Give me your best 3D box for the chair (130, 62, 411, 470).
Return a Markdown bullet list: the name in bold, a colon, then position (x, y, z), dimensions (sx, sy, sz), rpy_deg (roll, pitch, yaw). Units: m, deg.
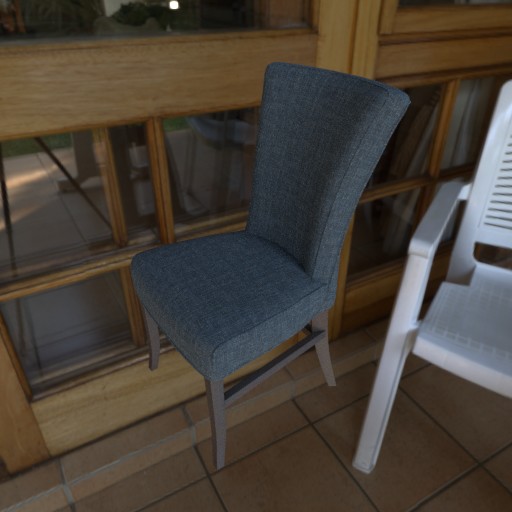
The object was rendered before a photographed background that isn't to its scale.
- **chair**: position (0.000, 0.000, 1.336), dimensions (0.660, 0.991, 0.520), rpy_deg (-20, 37, -29)
